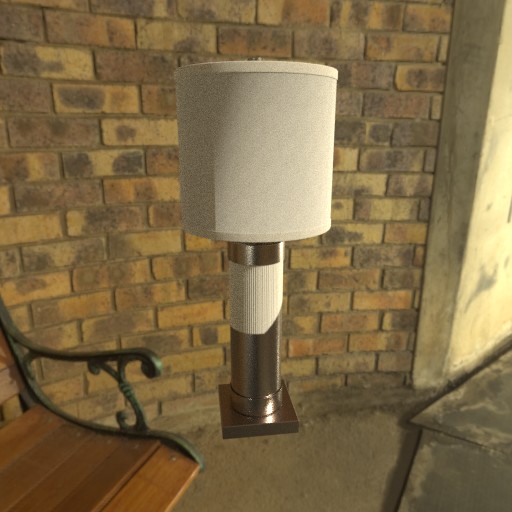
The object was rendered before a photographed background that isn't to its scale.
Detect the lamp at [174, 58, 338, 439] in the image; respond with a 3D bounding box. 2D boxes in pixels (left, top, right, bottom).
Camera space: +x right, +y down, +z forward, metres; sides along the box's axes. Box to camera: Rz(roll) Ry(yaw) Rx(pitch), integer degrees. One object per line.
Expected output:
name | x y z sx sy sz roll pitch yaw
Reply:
lamp | 0.000 0.000 0.621 0.202 0.509 0.202 -2 16 -8
